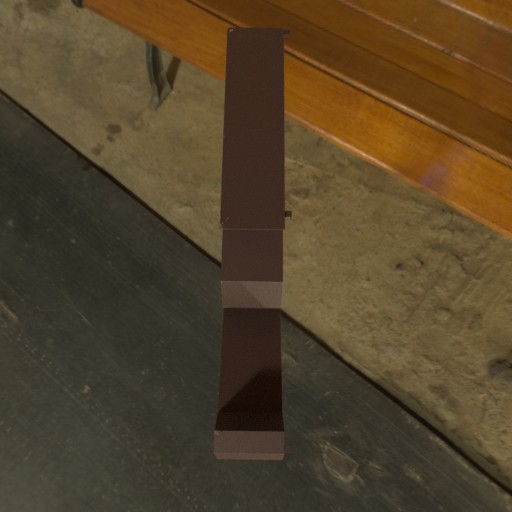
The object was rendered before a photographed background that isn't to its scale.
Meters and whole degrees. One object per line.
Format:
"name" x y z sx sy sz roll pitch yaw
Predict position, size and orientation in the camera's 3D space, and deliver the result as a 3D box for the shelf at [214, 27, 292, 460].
"shelf" 0.000 0.000 0.907 0.112 0.439 0.729 1 74 0
